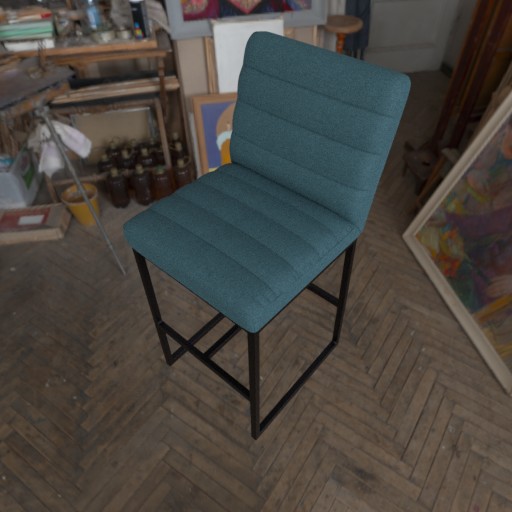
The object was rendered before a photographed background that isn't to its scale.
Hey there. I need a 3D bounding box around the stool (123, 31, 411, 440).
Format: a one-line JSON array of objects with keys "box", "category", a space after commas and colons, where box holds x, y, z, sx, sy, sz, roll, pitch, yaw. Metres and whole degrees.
[{"box": [0.000, 0.000, 1.305, 0.460, 1.040, 0.560, 32, 54, 27], "category": "stool"}]
